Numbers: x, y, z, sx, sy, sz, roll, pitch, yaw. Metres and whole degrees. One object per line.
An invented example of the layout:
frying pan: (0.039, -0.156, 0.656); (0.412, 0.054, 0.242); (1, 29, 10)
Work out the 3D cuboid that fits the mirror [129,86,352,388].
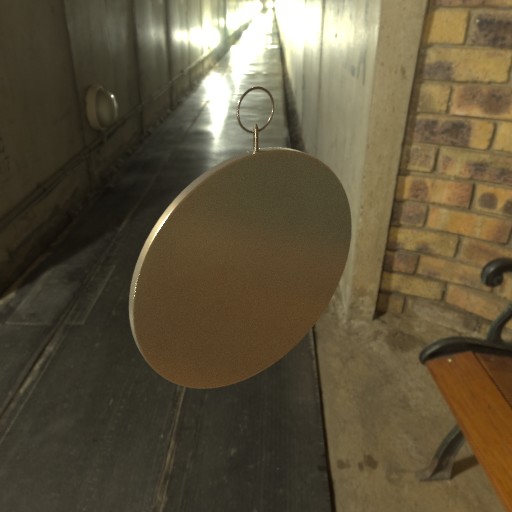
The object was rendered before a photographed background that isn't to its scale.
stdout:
mirror: (0.000, 0.000, 0.981); (0.594, 0.713, 0.020); (-21, 37, -30)
